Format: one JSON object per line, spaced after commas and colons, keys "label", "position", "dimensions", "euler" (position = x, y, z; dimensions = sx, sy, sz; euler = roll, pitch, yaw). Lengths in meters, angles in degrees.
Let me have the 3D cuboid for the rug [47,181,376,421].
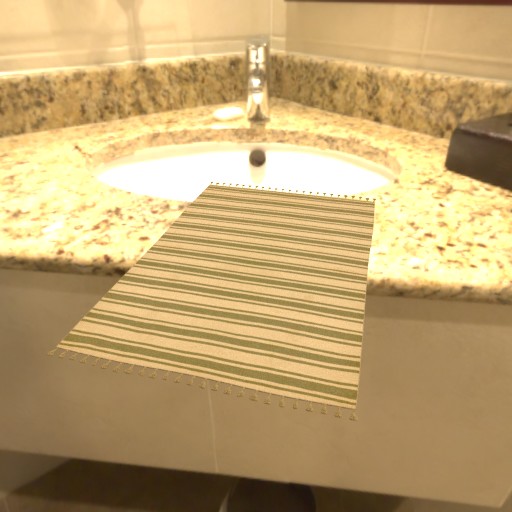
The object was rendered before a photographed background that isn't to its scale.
{"label": "rug", "position": [0.000, 0.000, 3.056], "dimensions": [1.540, 0.018, 2.435], "euler": [8, 32, 13]}
